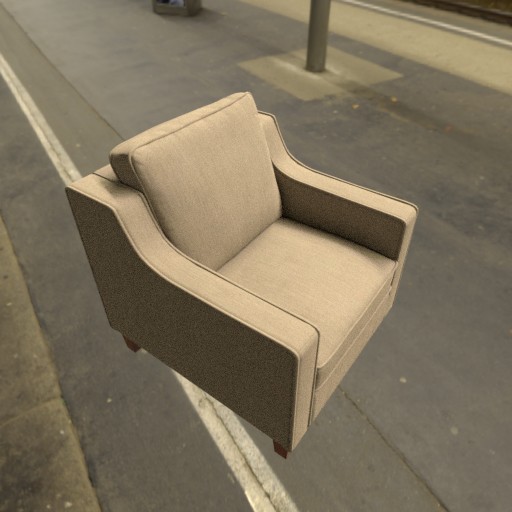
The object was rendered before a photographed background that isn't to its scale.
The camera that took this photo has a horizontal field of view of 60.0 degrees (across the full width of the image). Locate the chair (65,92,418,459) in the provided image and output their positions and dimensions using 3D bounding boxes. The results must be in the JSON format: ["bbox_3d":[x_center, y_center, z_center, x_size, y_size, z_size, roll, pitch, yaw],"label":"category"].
[{"bbox_3d":[0.000,0.000,1.666,0.909,0.960,0.831,26,47,27],"label":"chair"}]
